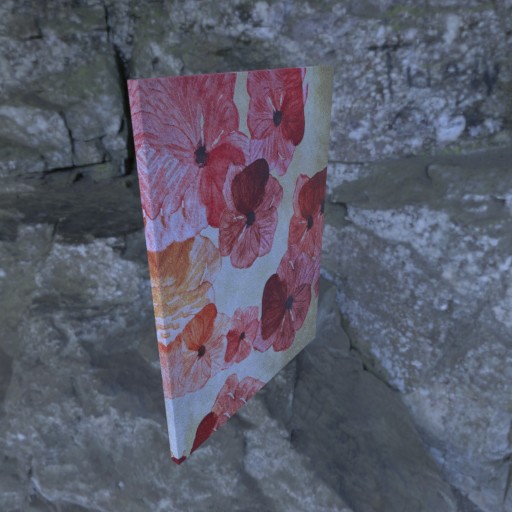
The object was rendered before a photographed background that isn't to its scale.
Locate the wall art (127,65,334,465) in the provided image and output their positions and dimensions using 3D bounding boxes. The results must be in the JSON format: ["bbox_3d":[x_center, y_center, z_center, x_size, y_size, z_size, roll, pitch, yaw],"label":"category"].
[{"bbox_3d":[0.000,0.000,1.315,0.031,1.015,0.762,18,31,33],"label":"wall art"}]
